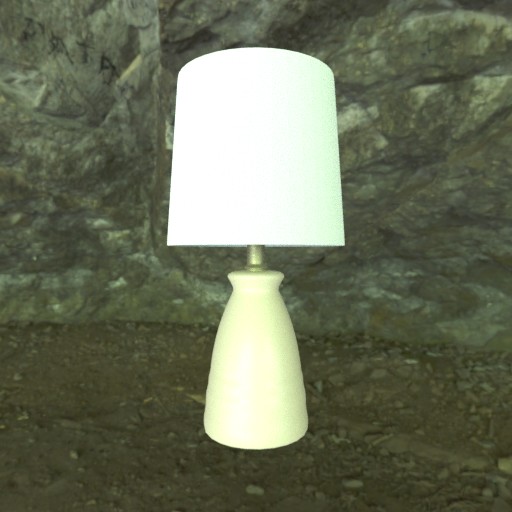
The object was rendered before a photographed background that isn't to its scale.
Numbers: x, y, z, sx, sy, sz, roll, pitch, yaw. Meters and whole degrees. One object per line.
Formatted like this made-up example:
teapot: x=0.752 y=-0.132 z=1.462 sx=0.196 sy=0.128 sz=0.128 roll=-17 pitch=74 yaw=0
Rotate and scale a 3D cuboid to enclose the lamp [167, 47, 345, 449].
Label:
lamp: x=0.000 y=0.000 z=0.474 sx=0.186 sy=0.369 sz=0.186 roll=0 pitch=1 yaw=0
